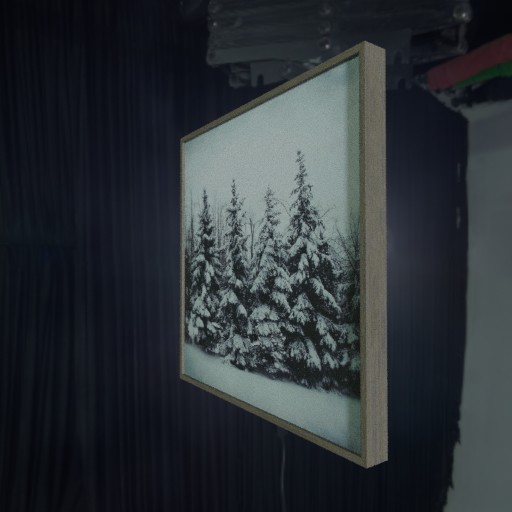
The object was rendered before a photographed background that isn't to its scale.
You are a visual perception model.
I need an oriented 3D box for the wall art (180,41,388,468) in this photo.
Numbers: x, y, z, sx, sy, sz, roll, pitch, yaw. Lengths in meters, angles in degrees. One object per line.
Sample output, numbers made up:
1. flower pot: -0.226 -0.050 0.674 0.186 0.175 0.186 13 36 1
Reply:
1. wall art: 0.000 0.000 0.743 0.037 0.507 0.507 1 -1 -35
